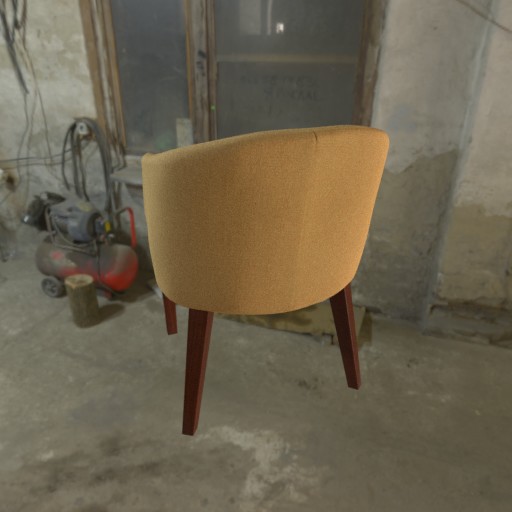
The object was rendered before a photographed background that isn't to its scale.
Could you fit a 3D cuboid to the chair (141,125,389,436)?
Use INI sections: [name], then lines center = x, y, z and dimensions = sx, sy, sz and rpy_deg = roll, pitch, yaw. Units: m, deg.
[chair]
center = 0.000, 0.000, 1.259
dimensions = 0.583, 0.811, 0.655
rpy_deg = -9, 28, -17
